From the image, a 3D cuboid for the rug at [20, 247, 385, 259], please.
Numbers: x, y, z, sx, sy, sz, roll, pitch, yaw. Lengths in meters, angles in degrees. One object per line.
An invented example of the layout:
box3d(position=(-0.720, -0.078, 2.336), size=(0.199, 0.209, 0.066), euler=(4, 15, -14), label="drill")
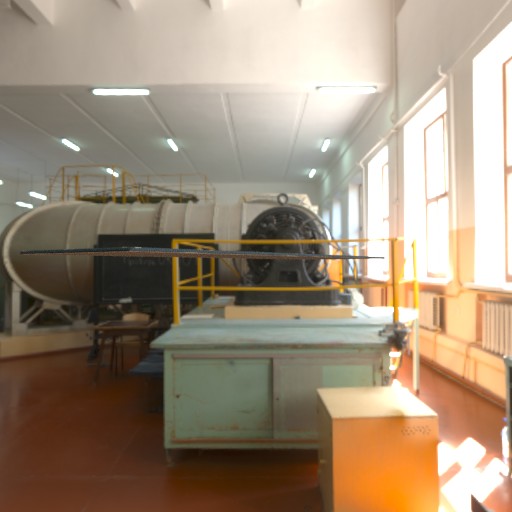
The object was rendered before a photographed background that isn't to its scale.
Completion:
box3d(position=(0.000, 0.000, 2.481), size=(0.678, 0.014, 2.276), euler=(-1, -1, 36), label="rug")
